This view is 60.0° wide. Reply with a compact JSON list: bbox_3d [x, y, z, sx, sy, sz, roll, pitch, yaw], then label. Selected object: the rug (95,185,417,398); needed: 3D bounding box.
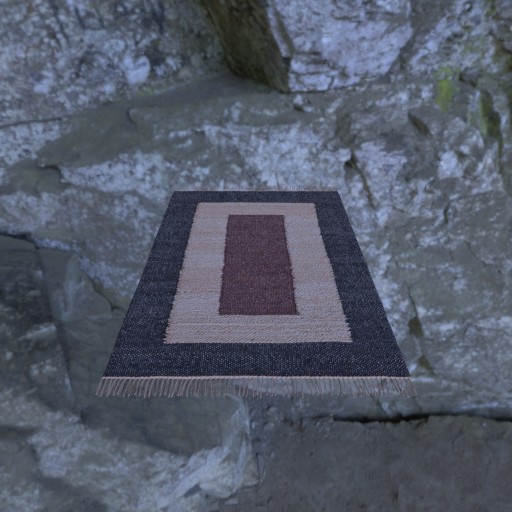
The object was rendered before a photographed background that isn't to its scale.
[{"bbox_3d":[0.000,0.000,2.523,1.224,0.027,2.021,0,32,0],"label":"rug"}]
